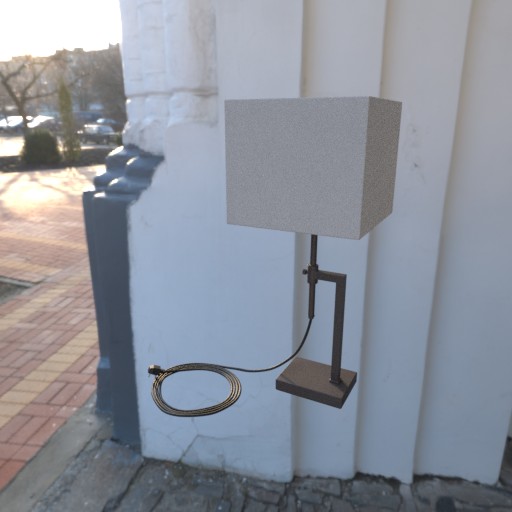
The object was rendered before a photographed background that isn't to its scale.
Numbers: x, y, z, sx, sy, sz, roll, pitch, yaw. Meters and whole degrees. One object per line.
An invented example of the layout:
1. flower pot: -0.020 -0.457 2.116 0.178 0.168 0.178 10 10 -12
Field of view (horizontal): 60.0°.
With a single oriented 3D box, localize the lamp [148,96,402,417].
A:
1. lamp: 0.000 0.000 0.998 0.504 0.660 0.399 9 19 27
